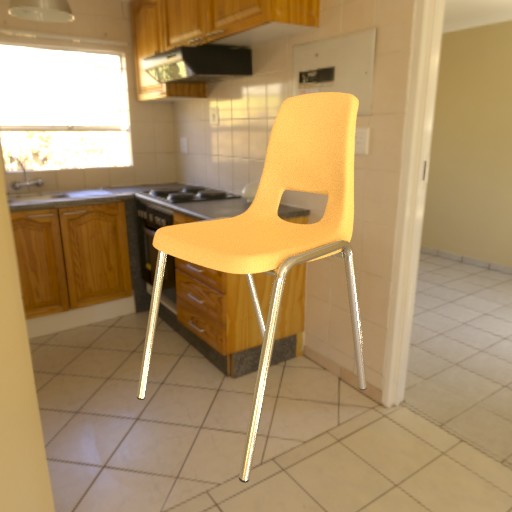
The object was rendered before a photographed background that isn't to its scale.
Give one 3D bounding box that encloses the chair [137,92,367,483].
[{"bbox_3d":[0.000,0.000,0.983,0.436,0.704,0.381,-15,22,-42],"label":"chair"}]
